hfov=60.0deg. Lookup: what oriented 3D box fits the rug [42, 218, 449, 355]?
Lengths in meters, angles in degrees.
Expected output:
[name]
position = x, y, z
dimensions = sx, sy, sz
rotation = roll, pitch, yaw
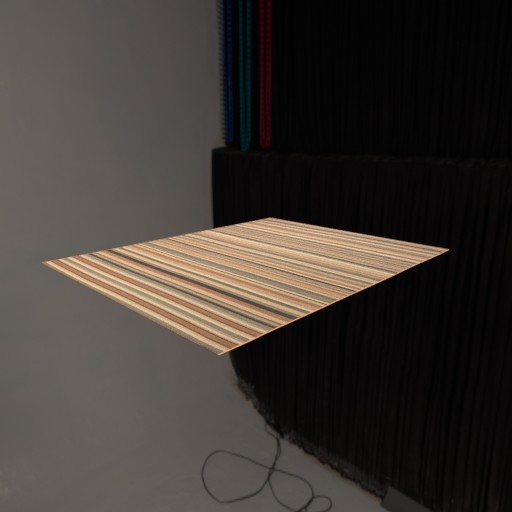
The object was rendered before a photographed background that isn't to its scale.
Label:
[rug]
position = 0.000, 0.000, 4.209
dimensions = 2.436, 0.011, 3.045
rotation = 15, 21, 42
